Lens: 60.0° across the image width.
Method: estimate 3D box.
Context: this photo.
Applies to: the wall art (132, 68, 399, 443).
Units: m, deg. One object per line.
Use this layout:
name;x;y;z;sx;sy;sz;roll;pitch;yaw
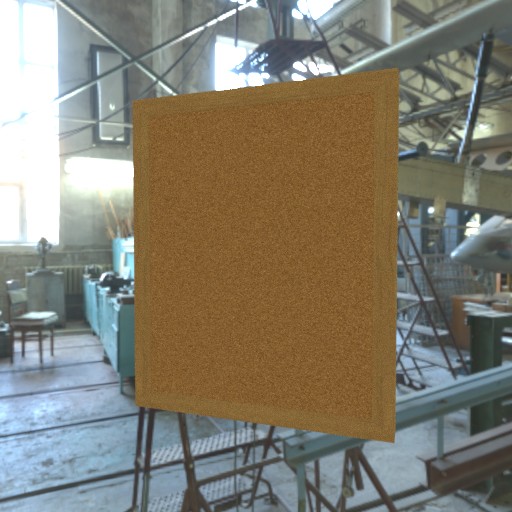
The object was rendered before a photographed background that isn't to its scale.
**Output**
wall art;0.000;0.000;0.514;0.312;0.380;0.030;1;2;19
